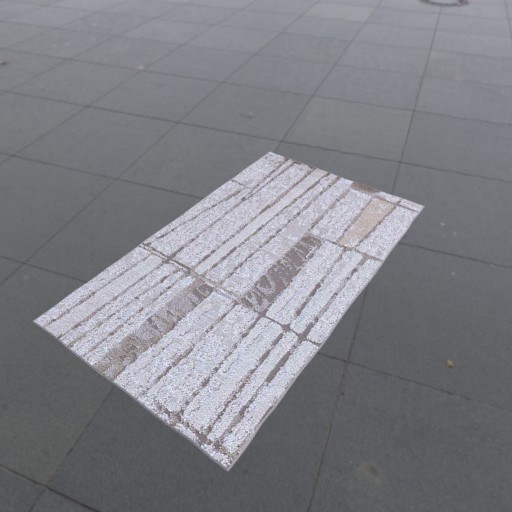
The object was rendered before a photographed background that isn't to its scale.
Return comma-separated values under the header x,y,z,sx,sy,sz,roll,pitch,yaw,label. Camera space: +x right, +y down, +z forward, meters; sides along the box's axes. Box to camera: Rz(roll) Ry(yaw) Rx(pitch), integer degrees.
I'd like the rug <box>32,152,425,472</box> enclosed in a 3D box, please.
x,y,z,sx,sy,sz,roll,pitch,yaw,label
0.000,0.000,1.060,0.515,0.007,0.867,26,48,26,rug
